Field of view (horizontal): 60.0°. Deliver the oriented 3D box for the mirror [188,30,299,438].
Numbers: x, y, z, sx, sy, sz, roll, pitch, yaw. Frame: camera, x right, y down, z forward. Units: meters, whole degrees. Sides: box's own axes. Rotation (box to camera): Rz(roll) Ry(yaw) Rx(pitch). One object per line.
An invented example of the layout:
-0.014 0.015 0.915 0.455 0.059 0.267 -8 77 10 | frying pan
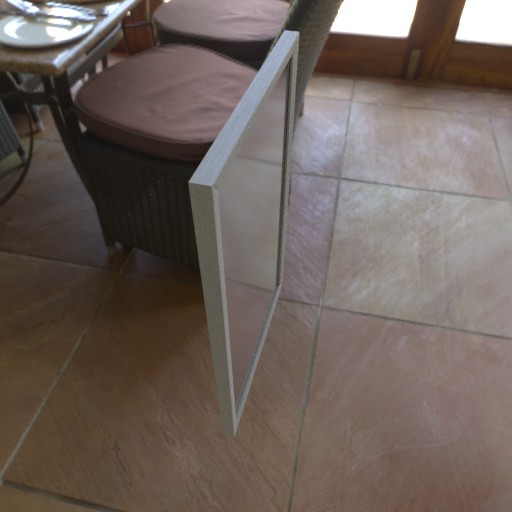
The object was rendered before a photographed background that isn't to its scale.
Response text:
0.000 0.000 1.168 0.040 0.915 0.609 12 48 11 | mirror
